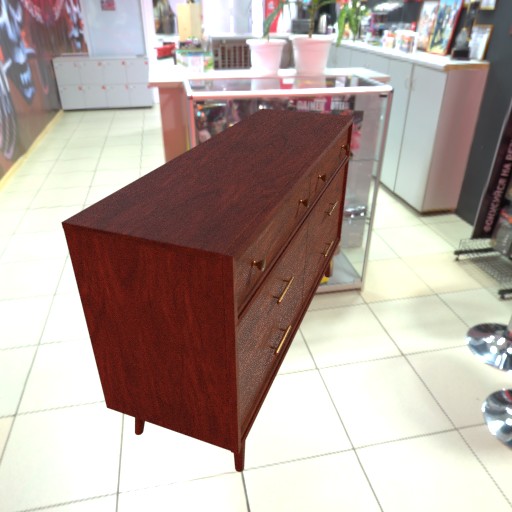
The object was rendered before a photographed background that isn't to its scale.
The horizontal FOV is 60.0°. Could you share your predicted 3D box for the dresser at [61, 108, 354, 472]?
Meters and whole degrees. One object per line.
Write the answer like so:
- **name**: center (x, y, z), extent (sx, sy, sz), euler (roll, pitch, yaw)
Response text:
- **dresser**: center (0.000, 0.000, 1.875), extent (0.500, 0.889, 1.472), euler (11, 32, 18)
